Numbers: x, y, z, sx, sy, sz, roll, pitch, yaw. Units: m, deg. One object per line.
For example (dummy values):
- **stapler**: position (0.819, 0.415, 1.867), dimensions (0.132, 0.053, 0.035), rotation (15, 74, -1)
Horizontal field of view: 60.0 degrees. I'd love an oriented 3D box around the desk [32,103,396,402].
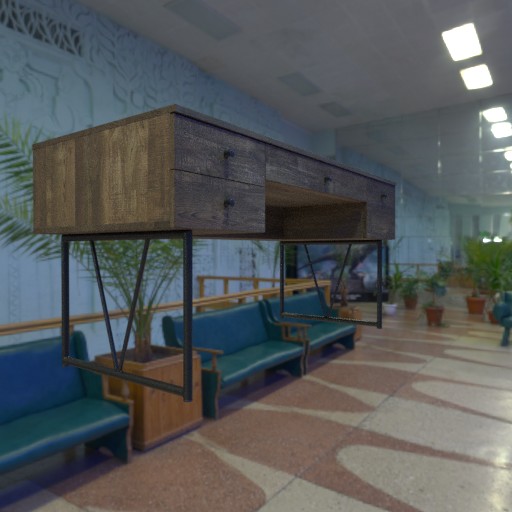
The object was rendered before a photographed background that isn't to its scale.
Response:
- **desk**: position (0.000, 0.000, 1.955), dimensions (0.730, 0.780, 1.600), rotation (1, 1, 37)
